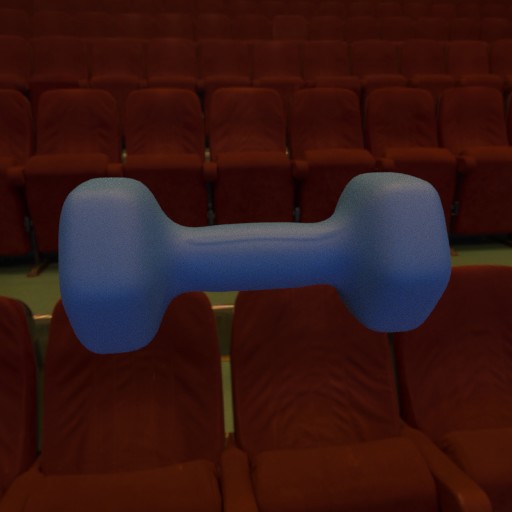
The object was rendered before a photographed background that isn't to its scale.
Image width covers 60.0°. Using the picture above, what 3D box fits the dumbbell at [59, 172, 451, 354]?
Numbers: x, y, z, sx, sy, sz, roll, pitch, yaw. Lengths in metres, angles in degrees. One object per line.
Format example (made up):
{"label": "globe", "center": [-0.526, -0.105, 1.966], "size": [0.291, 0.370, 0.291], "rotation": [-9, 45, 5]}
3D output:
{"label": "dumbbell", "center": [0.000, 0.000, 0.264], "size": [0.212, 0.093, 0.103], "rotation": [-2, 18, -8]}
